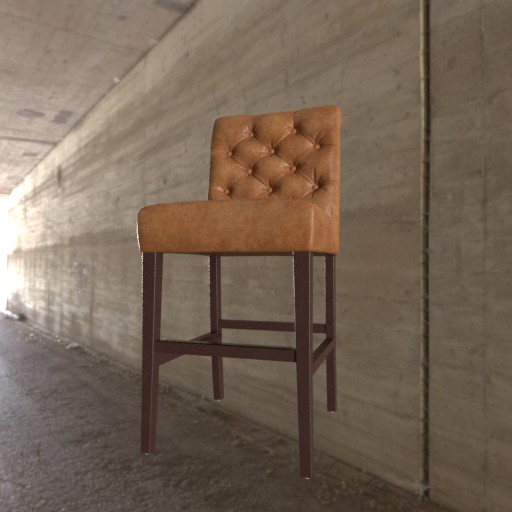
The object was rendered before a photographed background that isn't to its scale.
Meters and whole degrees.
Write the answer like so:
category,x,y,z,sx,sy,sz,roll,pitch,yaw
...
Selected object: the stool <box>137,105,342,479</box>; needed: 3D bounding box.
category,x,y,z,sx,sy,sz,roll,pitch,yaw
stool,0.000,0.000,1.372,0.493,1.047,0.601,0,-1,18
